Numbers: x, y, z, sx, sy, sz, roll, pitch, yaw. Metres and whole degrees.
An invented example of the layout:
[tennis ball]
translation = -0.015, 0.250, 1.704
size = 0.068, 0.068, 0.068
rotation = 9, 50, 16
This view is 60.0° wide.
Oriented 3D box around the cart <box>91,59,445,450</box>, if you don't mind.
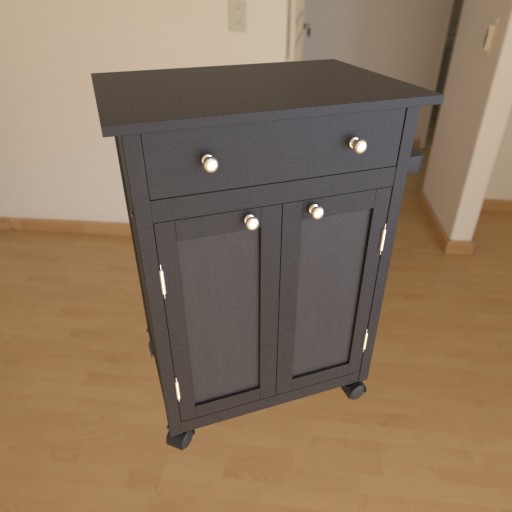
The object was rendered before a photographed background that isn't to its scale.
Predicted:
[cart]
translation = 0.000, 0.000, 1.184
size = 0.660, 0.879, 0.456
rotation = -11, 34, -16
